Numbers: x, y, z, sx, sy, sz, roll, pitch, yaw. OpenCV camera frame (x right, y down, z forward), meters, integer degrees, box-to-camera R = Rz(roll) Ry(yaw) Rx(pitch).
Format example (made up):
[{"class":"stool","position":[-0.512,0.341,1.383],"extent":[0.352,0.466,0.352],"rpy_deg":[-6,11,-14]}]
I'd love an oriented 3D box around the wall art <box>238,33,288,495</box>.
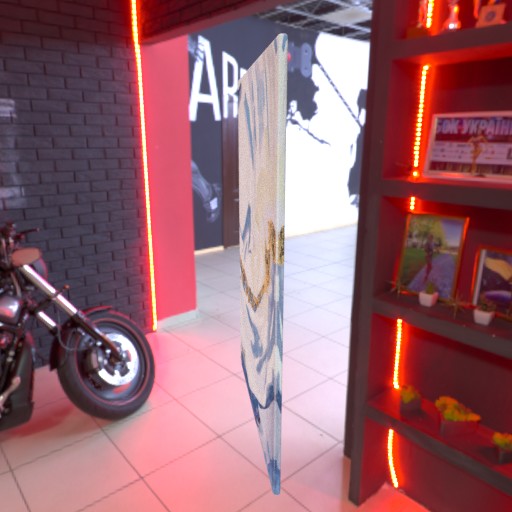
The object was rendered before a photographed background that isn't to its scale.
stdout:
[{"class":"wall art","position":[0.000,0.000,1.134],"extent":[0.016,0.914,0.610],"rpy_deg":[-2,15,-8]}]
